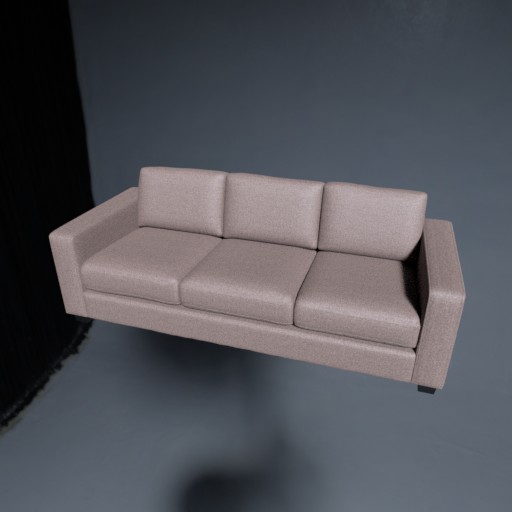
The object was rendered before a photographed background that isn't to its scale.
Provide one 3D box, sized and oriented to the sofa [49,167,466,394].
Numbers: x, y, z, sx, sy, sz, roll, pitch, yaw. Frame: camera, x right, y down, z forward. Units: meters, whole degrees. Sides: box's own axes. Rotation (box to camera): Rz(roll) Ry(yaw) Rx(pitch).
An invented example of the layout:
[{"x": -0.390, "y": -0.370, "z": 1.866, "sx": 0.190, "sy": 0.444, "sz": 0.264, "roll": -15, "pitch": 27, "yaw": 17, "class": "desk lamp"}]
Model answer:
[{"x": 0.000, "y": 0.000, "z": 2.620, "sx": 2.160, "sy": 0.806, "sz": 0.900, "roll": 8, "pitch": 28, "yaw": 16, "class": "sofa"}]
